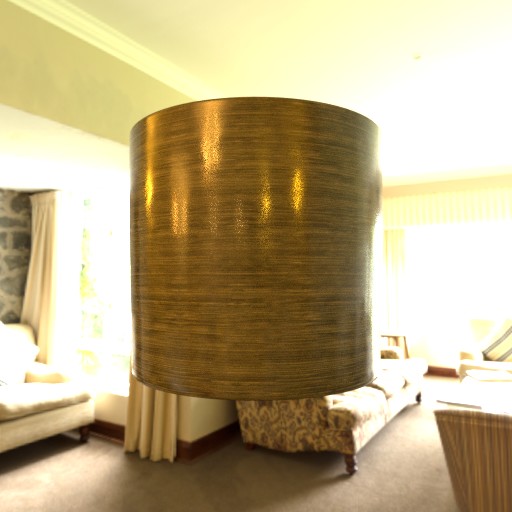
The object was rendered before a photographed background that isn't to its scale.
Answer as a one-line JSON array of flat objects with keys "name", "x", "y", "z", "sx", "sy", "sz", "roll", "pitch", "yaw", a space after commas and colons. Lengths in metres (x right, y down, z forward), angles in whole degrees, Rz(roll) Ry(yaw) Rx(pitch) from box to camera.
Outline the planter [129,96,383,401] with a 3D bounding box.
[{"name": "planter", "x": 0.000, "y": 0.000, "z": 0.399, "sx": 0.221, "sy": 0.201, "sz": 0.221, "roll": 0, "pitch": -3, "yaw": 0}]
